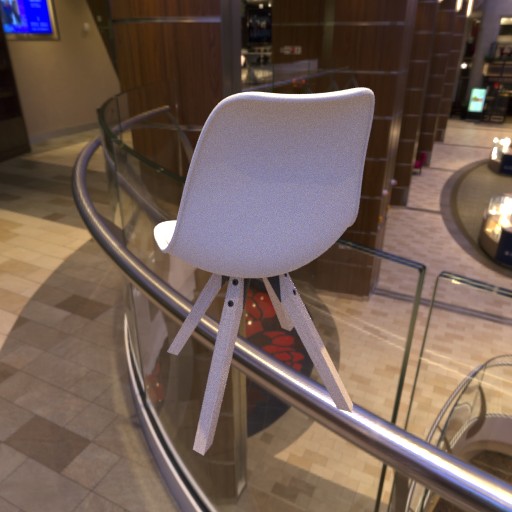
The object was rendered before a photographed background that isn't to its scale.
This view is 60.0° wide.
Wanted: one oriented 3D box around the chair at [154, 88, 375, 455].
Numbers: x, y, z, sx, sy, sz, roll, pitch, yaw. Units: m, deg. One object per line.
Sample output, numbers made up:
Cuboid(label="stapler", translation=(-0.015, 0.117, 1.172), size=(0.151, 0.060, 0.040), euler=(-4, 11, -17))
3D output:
Cuboid(label="chair", translation=(0.000, 0.000, 1.136), size=(0.485, 0.850, 0.550), euler=(-9, 28, -17))
